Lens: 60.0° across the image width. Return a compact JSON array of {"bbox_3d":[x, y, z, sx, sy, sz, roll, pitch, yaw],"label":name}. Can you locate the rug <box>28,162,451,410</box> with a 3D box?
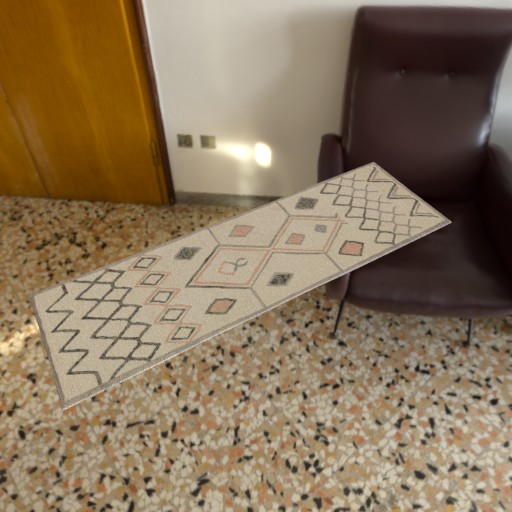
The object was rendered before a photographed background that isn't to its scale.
[{"bbox_3d":[0.000,0.000,2.611,2.435,0.011,0.750,-23,51,-20],"label":"rug"}]
